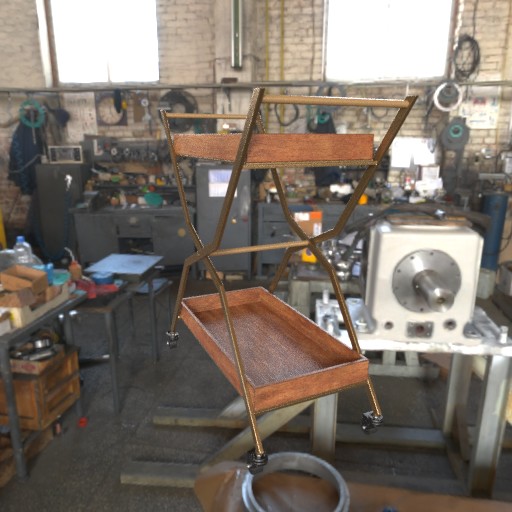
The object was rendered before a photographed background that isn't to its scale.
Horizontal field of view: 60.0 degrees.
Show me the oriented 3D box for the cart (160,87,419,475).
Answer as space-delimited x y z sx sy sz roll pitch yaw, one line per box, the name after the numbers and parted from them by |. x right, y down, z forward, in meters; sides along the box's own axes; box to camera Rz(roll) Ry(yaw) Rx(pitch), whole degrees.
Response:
0.000 0.000 1.345 0.405 0.869 0.836 -7 17 -24 | cart
